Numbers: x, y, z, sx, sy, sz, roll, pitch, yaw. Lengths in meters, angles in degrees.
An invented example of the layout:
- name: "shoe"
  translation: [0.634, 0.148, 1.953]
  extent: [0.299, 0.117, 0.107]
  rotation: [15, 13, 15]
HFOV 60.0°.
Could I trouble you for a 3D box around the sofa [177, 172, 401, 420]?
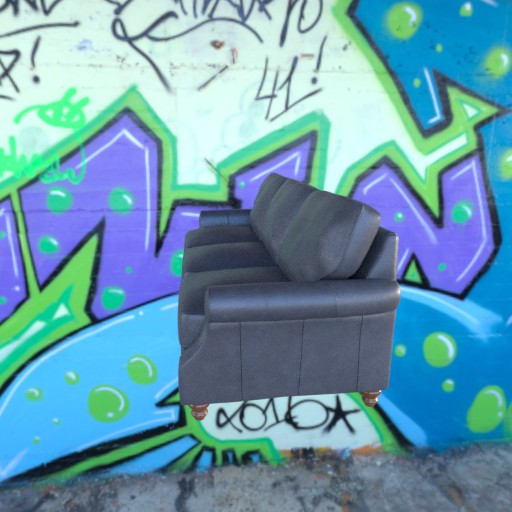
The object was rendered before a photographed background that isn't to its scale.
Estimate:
- name: "sofa"
  translation: [0.000, 0.000, 2.922]
  extent: [0.974, 0.977, 2.387]
  rotation: [-2, 14, -7]
